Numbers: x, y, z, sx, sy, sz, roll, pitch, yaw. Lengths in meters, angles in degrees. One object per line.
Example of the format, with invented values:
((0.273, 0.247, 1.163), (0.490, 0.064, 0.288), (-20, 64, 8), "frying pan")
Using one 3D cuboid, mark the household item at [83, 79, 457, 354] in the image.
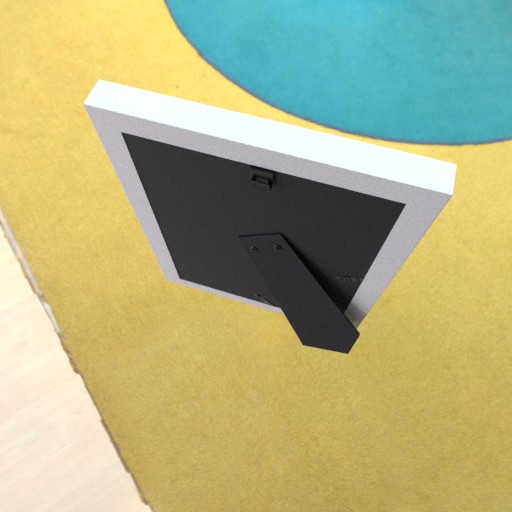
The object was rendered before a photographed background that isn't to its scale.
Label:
((0.000, 0.000, 0.341), (0.200, 0.250, 0.045), (16, 65, 7), "household item")
